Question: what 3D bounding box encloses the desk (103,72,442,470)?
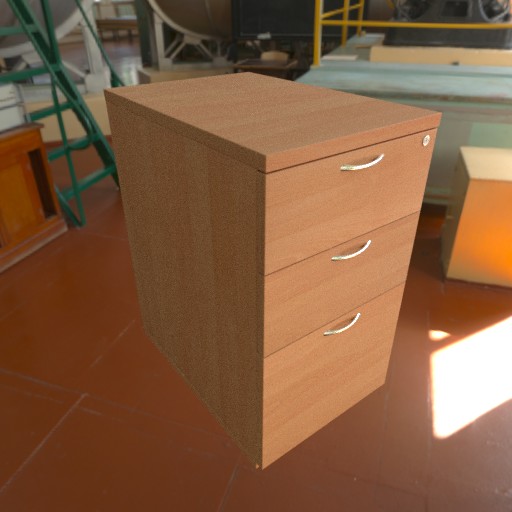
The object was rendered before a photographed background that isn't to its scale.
[{"bbox_3d":[0.000,0.000,1.077,0.404,0.730,0.600,-21,37,-31],"label":"desk"}]
